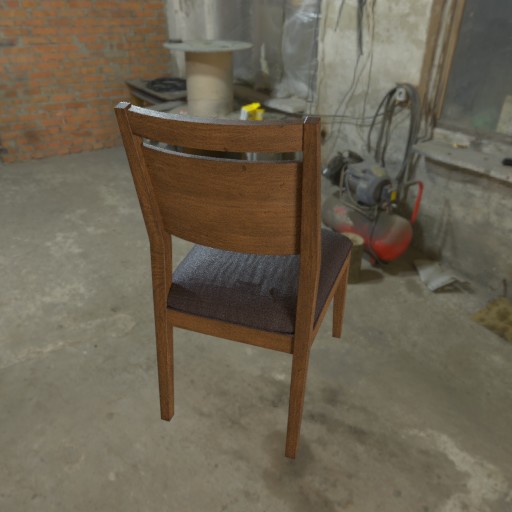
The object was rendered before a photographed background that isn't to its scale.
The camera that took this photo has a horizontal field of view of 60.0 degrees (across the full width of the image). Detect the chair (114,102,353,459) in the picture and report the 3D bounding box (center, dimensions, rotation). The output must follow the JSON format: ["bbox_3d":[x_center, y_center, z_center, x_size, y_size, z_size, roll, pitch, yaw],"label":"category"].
[{"bbox_3d":[0.000,0.000,1.307,0.501,0.939,0.610,10,31,16],"label":"chair"}]
